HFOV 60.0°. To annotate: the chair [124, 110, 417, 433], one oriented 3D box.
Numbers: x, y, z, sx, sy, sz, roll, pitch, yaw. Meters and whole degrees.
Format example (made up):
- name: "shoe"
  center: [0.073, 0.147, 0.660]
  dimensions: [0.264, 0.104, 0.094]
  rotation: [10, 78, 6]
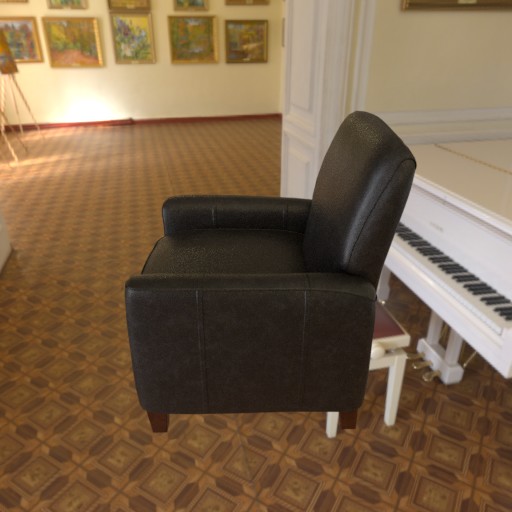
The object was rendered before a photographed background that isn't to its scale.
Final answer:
- name: "chair"
  center: [0.000, 0.000, 1.674]
  dimensions: [0.864, 1.014, 0.848]
  rotation: [-1, 27, -1]
